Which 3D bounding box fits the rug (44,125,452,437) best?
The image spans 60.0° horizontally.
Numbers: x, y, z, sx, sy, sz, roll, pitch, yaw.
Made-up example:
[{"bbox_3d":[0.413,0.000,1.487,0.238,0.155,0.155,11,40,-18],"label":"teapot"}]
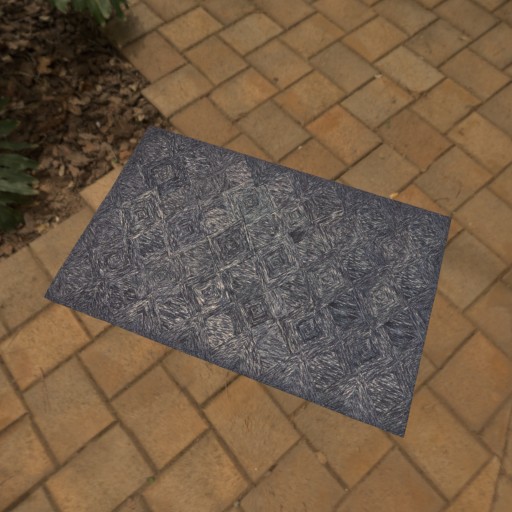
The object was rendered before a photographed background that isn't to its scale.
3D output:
[{"bbox_3d":[0.000,0.000,2.211,1.754,0.010,1.139,19,66,9],"label":"rug"}]
